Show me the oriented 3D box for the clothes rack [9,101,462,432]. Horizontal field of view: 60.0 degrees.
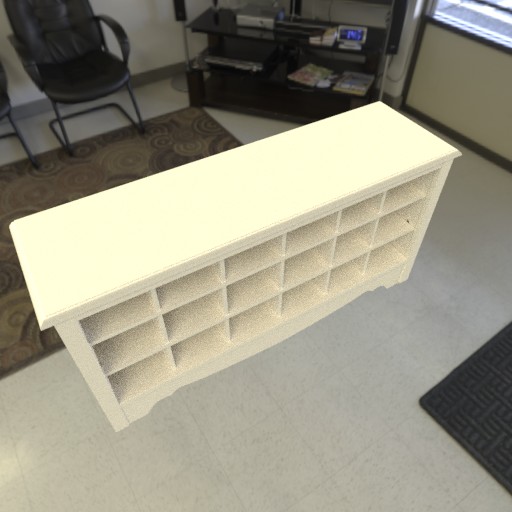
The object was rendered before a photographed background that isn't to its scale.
[{"bbox_3d":[0.000,0.000,1.296,1.120,0.531,0.324,-23,51,-20],"label":"clothes rack"}]
